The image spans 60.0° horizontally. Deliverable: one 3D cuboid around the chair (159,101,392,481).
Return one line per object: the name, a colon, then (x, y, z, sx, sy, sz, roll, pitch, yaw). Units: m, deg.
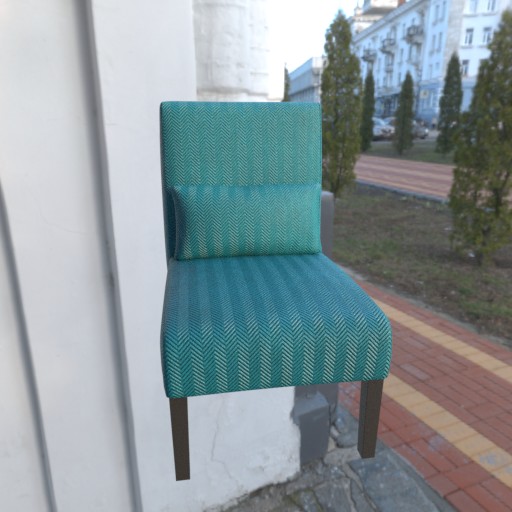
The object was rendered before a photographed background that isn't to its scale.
chair: (0.000, 0.000, 1.373, 0.579, 0.927, 0.808, -3, 17, -9)
